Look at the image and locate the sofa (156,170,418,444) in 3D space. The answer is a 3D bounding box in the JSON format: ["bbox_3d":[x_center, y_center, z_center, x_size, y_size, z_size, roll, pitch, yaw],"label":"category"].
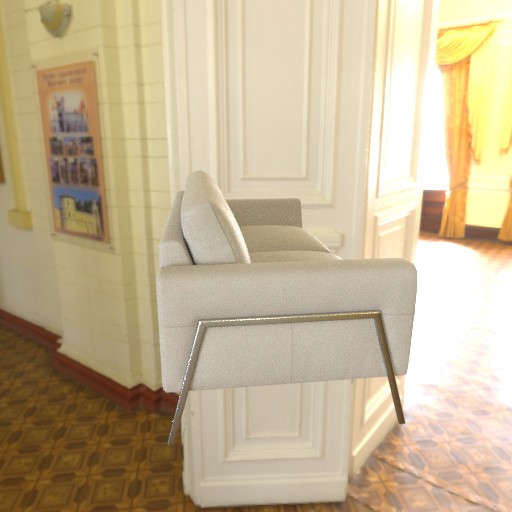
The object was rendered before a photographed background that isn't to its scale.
[{"bbox_3d":[0.000,0.000,2.541,0.953,0.875,2.017,-2,15,-8],"label":"sofa"}]
